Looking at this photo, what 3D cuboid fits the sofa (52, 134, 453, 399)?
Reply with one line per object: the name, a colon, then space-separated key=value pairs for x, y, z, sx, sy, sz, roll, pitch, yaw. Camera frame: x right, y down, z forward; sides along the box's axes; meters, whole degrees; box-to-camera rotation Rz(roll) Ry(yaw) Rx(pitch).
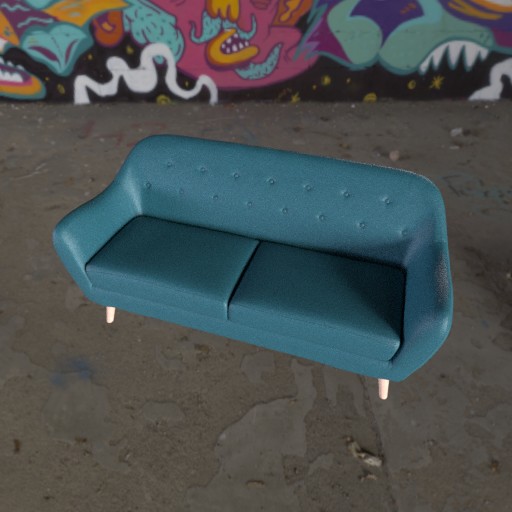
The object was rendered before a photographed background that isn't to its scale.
sofa: x=0.000 y=0.000 z=2.289 sx=1.840 sy=0.836 sz=0.820 roll=12 pitch=41 yaw=14
